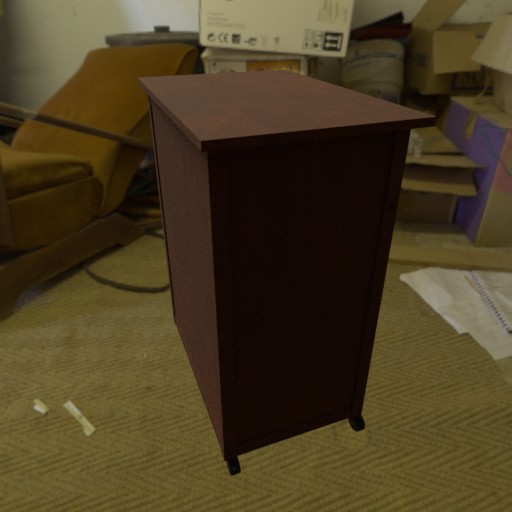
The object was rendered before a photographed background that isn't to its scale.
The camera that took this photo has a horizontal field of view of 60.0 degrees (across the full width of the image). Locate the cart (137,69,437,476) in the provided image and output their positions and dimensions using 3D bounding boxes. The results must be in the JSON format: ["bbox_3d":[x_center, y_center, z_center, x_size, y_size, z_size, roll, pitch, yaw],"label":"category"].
[{"bbox_3d":[0.000,0.000,1.230,0.442,0.864,0.683,-11,32,-18],"label":"cart"}]
